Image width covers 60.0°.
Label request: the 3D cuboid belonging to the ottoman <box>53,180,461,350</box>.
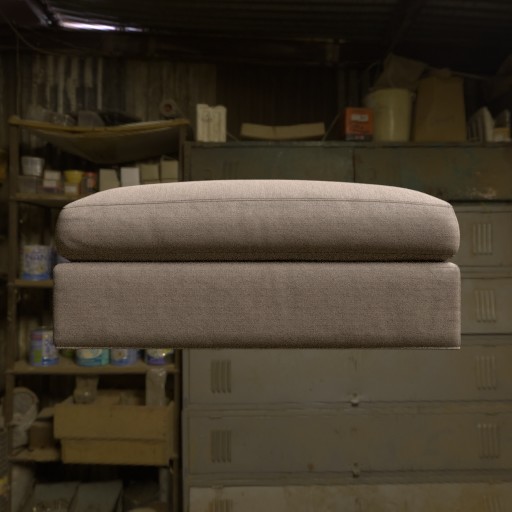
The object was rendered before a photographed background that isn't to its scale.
[{"bbox_3d":[0.000,0.000,1.610,1.041,0.470,1.041,0,0,0],"label":"ottoman"}]
